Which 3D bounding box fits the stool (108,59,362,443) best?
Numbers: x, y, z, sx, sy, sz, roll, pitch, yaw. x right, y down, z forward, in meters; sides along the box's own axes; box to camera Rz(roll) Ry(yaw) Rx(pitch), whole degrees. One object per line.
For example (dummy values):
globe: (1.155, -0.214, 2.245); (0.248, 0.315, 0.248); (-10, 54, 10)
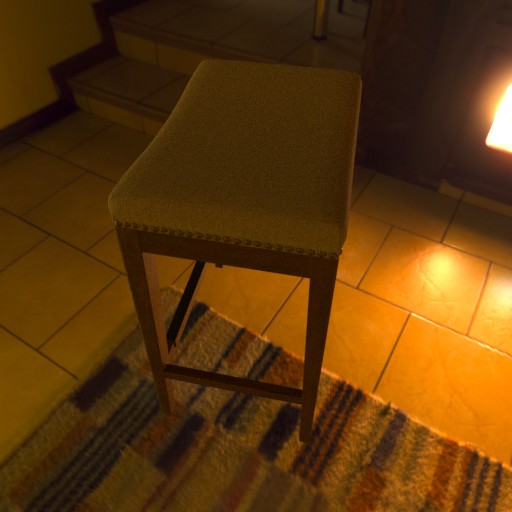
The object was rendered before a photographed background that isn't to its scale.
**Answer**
stool: (0.000, 0.000, 0.975); (0.356, 0.660, 0.508); (9, 47, 8)
